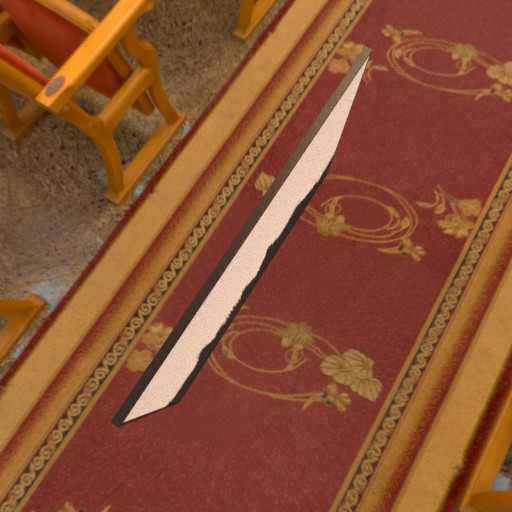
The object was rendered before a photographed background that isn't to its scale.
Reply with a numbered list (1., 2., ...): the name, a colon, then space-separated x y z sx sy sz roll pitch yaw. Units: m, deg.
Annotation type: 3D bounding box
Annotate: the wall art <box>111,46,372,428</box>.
1. wall art: 0.000 0.000 1.227 0.019 0.660 0.957 32 78 8
